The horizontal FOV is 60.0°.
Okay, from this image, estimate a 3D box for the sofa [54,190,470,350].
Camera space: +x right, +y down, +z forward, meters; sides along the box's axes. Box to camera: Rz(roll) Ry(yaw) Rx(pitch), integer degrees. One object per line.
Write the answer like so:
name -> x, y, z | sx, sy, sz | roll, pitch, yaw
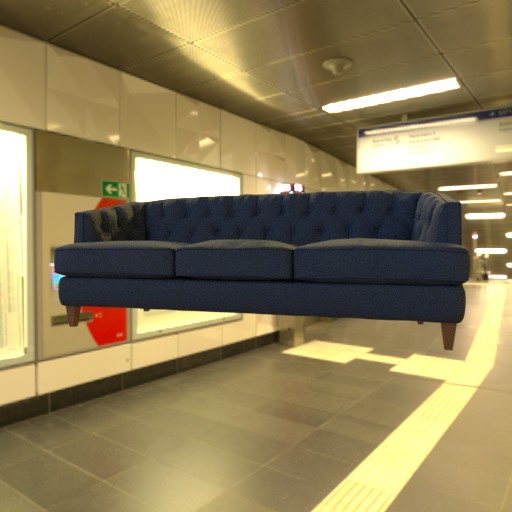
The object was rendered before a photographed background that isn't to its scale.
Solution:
sofa -> 0.000, 0.000, 2.719 | 2.278, 0.855, 0.941 | 0, 1, 17
